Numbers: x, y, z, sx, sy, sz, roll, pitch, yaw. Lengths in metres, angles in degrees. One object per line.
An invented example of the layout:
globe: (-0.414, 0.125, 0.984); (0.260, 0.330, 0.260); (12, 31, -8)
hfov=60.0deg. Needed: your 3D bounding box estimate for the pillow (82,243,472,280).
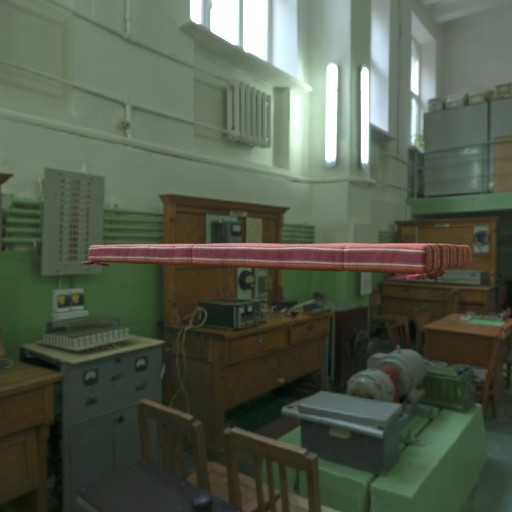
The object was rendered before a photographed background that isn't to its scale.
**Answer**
pillow: (0.000, 0.000, 1.376); (1.187, 0.081, 0.492); (1, 2, 36)
